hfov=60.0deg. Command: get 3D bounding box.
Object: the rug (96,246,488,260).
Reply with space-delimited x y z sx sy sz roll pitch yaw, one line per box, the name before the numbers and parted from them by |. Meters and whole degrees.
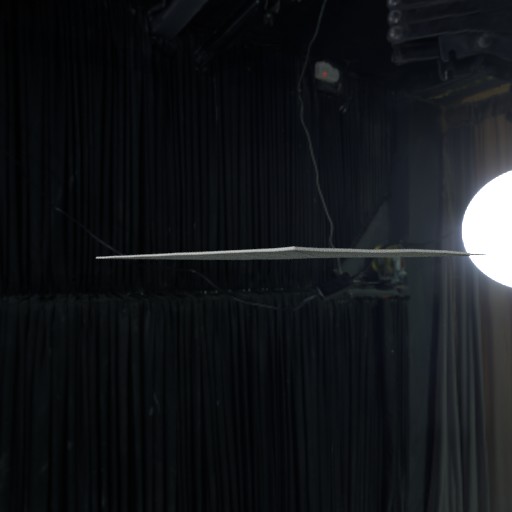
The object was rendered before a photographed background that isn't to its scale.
rug | 0.000 0.000 1.074 0.511 0.008 0.869 1 -1 -36
